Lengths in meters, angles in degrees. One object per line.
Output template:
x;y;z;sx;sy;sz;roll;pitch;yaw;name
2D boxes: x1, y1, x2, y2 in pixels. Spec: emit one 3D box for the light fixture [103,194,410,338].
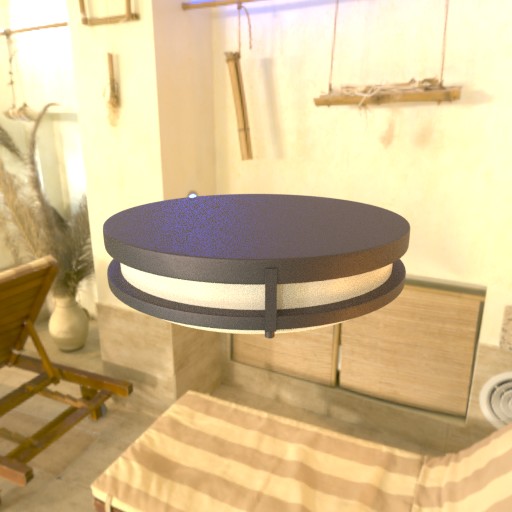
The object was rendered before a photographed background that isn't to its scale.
0.000;0.000;0.552;0.356;0.102;0.356;0;17;0;light fixture
